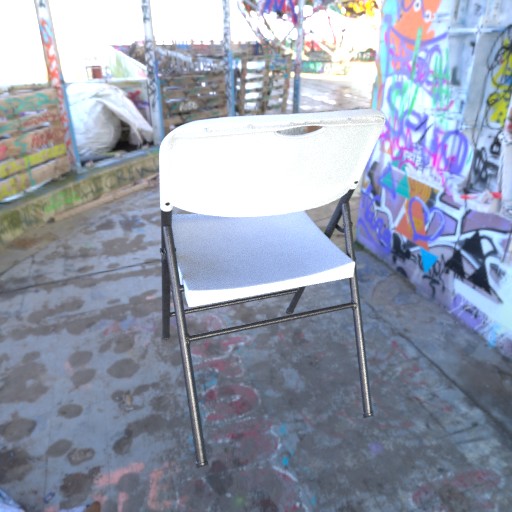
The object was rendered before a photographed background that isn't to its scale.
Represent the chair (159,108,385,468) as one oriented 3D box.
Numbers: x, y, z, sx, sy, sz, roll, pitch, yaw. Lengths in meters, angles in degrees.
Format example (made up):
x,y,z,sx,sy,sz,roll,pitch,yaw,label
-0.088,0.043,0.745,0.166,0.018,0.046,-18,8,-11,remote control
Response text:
x,y,z,sx,sy,sz,roll,pitch,yaw,label
0.000,0.000,1.179,0.494,0.810,0.566,-9,28,-17,chair
